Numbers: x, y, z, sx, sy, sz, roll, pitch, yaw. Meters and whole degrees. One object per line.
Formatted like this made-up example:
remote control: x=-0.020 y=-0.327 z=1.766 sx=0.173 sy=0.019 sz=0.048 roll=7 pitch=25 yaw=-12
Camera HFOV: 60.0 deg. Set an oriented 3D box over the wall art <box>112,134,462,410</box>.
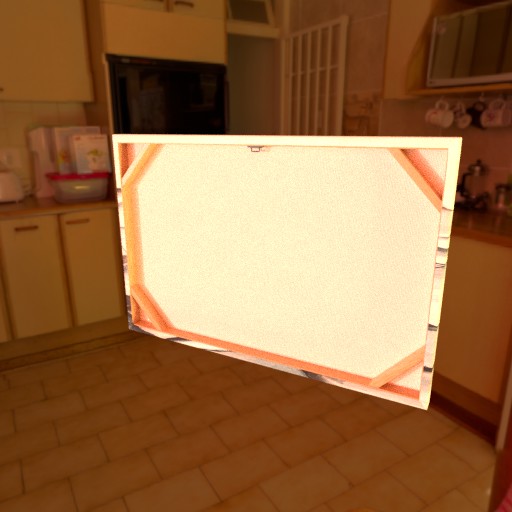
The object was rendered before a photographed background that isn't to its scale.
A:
wall art: x=0.000 y=0.000 z=1.161 sx=0.914 sy=0.609 sz=0.039 roll=8 pitch=18 yaw=27
